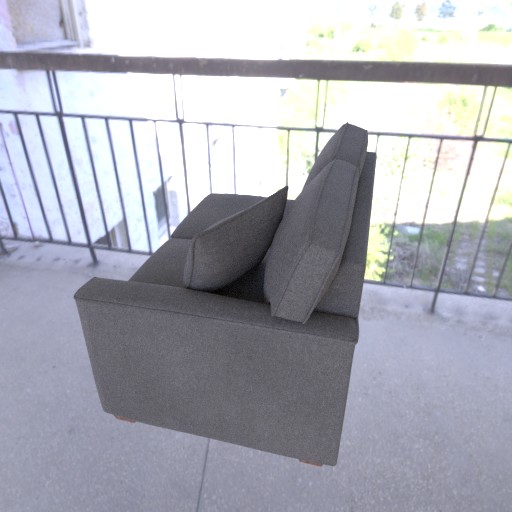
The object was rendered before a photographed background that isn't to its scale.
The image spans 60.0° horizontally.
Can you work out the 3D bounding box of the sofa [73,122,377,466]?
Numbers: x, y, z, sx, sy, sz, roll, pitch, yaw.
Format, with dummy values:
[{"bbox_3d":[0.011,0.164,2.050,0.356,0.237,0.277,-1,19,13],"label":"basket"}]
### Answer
[{"bbox_3d":[0.000,0.000,2.072,0.991,0.989,1.388,8,31,13],"label":"sofa"}]
